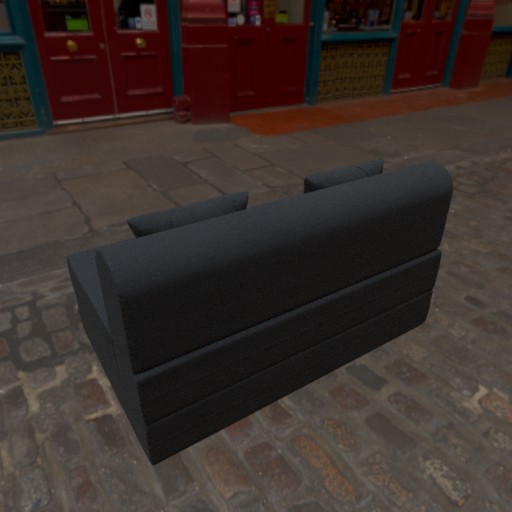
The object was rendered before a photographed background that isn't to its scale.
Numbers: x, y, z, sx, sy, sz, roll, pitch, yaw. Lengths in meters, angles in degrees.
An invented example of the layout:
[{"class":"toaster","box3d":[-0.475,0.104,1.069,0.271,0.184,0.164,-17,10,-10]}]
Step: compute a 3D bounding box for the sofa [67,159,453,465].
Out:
[{"class":"sofa","box3d":[0.000,0.000,1.684,1.225,0.670,0.762,-18,35,-28]}]
